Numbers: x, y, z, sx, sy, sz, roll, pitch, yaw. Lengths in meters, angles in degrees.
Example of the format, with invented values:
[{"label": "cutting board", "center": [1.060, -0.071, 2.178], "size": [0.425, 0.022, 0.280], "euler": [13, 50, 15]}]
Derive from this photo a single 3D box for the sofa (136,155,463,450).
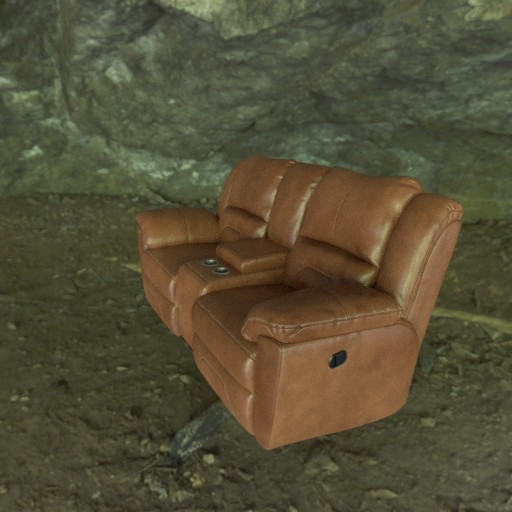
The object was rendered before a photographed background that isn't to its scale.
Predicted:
[{"label": "sofa", "center": [0.000, 0.000, 2.576], "size": [0.991, 1.043, 2.058], "euler": [-9, 20, -26]}]
